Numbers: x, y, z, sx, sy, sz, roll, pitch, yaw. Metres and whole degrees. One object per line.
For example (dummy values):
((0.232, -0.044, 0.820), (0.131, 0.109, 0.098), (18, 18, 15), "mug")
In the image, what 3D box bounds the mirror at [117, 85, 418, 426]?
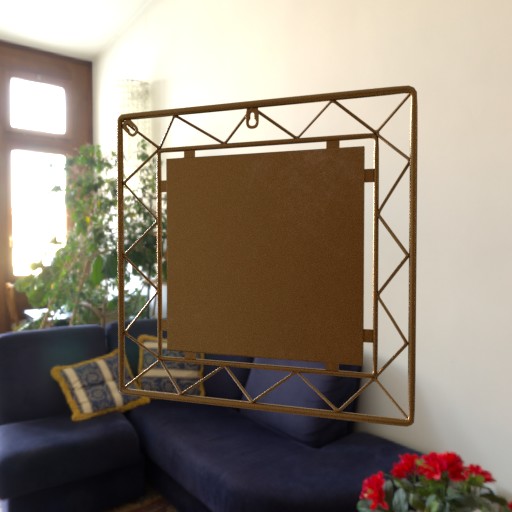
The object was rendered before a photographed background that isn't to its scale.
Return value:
((0.000, 0.000, 0.612), (0.416, 0.414, 0.046), (0, 1, 17), "mirror")
